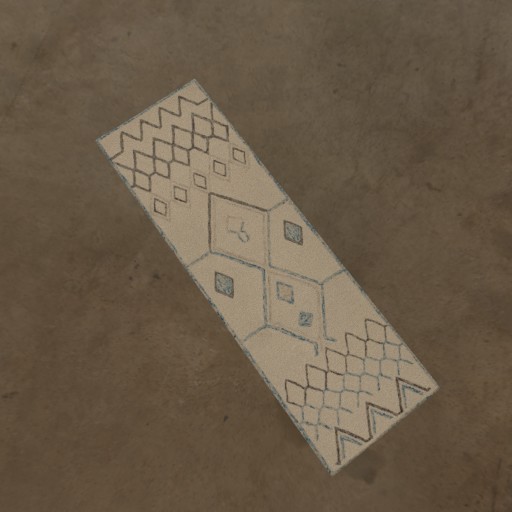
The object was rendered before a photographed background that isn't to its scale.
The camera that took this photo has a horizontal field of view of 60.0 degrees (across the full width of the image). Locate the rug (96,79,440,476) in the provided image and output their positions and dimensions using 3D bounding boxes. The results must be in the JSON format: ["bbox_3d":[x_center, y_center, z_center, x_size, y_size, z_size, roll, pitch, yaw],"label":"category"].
[{"bbox_3d":[0.000,0.000,2.651,0.770,0.013,2.434,-35,79,-8],"label":"rug"}]
